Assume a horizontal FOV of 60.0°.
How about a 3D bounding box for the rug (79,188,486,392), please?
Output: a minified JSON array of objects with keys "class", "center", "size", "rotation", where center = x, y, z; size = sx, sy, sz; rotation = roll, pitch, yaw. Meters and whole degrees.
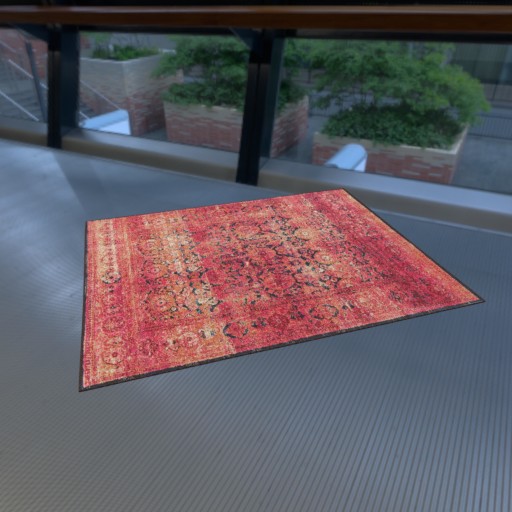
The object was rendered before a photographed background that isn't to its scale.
[{"class":"rug","center":[0.000,0.000,4.077],"size":[3.032,0.020,2.411],"rotation":[-9,32,-15]}]
